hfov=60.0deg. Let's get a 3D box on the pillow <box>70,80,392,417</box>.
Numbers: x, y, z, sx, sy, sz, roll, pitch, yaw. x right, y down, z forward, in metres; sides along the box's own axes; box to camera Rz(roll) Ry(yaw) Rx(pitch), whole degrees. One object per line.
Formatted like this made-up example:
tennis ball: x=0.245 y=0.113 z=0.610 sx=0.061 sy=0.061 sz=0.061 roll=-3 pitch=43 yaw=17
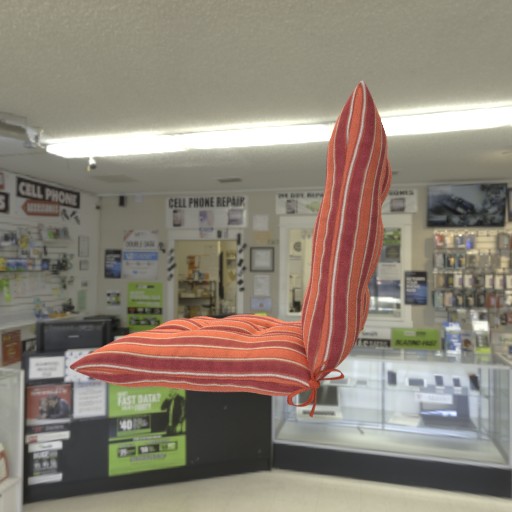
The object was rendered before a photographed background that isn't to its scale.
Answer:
pillow: x=0.000 y=0.000 z=0.995 sx=0.585 sy=0.536 sz=0.541 roll=0 pitch=-1 yaw=16
